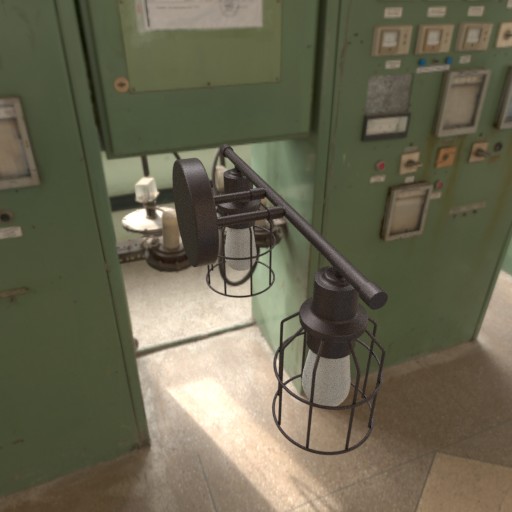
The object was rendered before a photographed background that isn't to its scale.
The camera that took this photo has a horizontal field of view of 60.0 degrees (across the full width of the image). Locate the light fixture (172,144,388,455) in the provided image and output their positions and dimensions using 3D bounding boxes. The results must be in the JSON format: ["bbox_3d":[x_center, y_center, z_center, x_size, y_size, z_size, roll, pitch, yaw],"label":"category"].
[{"bbox_3d":[0.000,0.000,0.537,0.165,0.254,0.406,-11,33,-17],"label":"light fixture"}]
